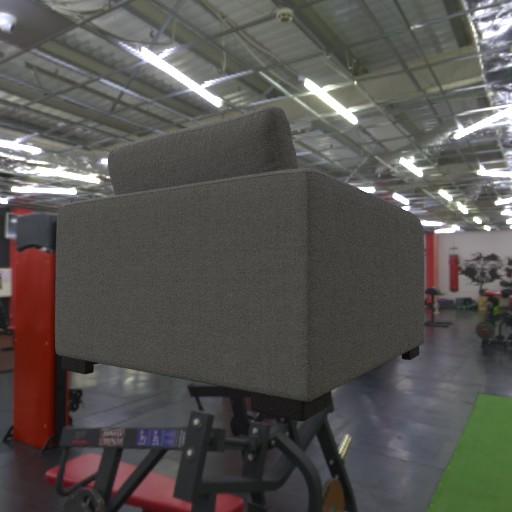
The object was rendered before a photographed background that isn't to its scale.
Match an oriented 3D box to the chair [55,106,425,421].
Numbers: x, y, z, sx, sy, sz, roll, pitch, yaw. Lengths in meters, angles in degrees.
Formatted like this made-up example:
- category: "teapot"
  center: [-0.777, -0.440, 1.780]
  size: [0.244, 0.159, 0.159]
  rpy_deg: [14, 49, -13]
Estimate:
- category: "chair"
  center: [0.000, 0.000, 1.799]
  size: [1.070, 0.847, 1.100]
  rpy_deg: [-1, -2, 35]
